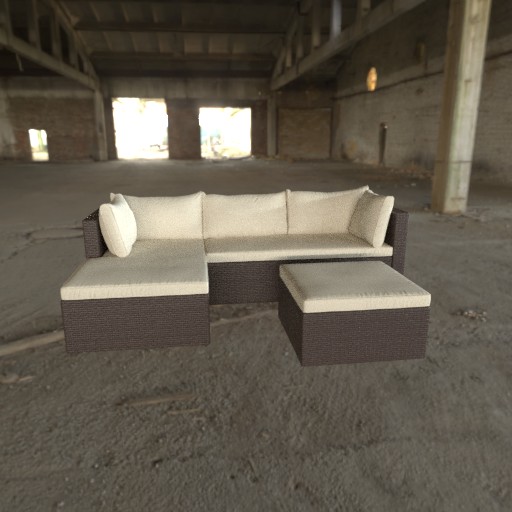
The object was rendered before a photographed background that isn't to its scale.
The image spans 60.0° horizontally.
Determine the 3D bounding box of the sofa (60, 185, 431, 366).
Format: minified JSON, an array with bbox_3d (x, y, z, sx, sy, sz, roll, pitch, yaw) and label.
[{"bbox_3d":[0.000,0.000,2.903,2.192,0.766,1.612,-2,15,-7],"label":"sofa"}]
